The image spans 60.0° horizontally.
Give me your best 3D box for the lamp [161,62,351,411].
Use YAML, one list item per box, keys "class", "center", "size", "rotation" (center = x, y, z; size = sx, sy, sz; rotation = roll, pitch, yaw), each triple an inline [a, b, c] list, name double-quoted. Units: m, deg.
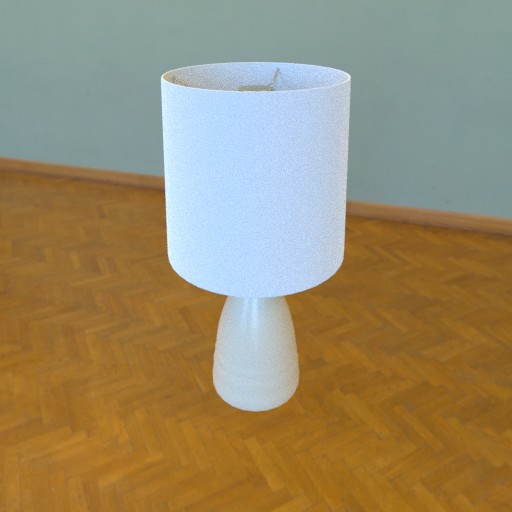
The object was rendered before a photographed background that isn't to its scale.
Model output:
- class: "lamp"
  center: [0.000, 0.000, 0.482]
  size: [0.186, 0.369, 0.186]
  rotation: [0, 30, 0]
